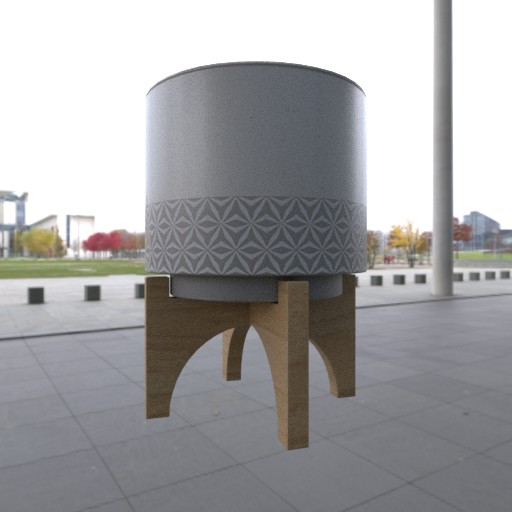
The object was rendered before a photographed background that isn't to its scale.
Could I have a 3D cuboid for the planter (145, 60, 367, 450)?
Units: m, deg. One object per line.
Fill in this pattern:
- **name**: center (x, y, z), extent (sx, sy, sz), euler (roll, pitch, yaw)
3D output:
- **planter**: center (0.000, 0.000, 0.388), extent (0.188, 0.260, 0.188), euler (0, 0, 0)
